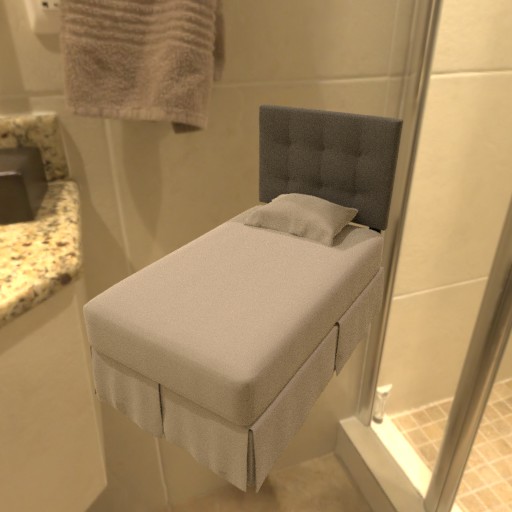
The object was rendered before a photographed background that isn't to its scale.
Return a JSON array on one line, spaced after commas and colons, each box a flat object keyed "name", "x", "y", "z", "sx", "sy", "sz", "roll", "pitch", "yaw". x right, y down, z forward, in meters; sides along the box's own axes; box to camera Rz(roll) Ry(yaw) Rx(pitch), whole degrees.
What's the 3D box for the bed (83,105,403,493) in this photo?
[{"name": "bed", "x": 0.000, "y": 0.000, "z": 2.925, "sx": 1.261, "sy": 1.571, "sz": 1.997, "roll": 17, "pitch": 32, "yaw": 29}]
